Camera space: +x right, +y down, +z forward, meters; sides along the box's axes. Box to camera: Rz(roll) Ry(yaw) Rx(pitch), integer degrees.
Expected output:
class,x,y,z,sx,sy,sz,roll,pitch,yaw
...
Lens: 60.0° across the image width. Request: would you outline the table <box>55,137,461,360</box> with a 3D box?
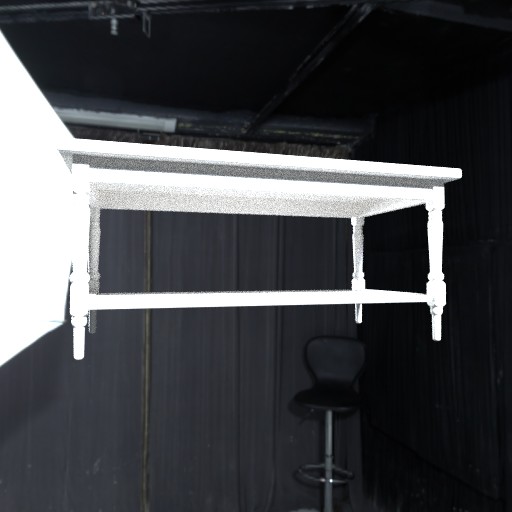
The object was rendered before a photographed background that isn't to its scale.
class,x,y,z,sx,sy,sz,roll,pitch,yaw
table,0.000,0.000,1.411,1.107,0.510,0.550,1,-2,-16
